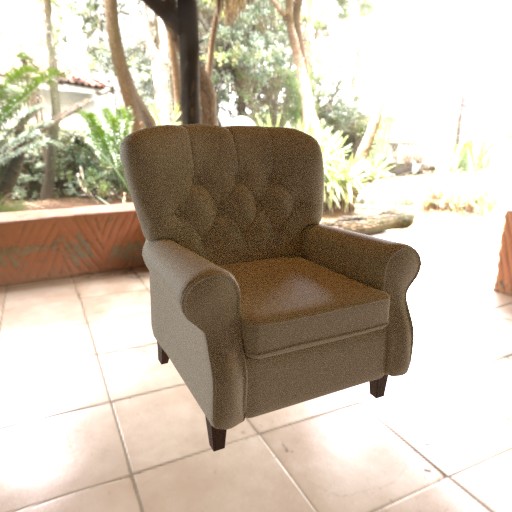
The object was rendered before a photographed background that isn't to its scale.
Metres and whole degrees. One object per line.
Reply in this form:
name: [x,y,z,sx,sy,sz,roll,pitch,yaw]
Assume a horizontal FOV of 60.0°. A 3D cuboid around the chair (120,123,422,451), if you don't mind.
chair: [0.000,0.000,2.006,1.035,1.169,1.132,-7,16,-26]
